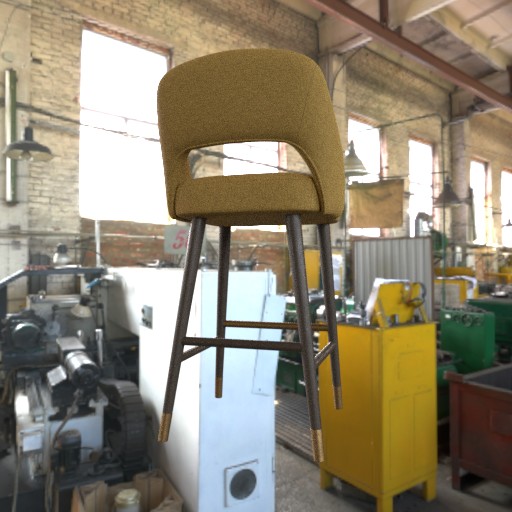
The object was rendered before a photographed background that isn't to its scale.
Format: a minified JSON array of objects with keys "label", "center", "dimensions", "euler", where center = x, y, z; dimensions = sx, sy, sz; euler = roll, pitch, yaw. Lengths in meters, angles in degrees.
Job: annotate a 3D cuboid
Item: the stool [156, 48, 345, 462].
[{"label":"stool","center":[0.000,0.000,1.344],"dimensions":[0.536,1.032,0.522],"euler":[0,-1,17]}]
